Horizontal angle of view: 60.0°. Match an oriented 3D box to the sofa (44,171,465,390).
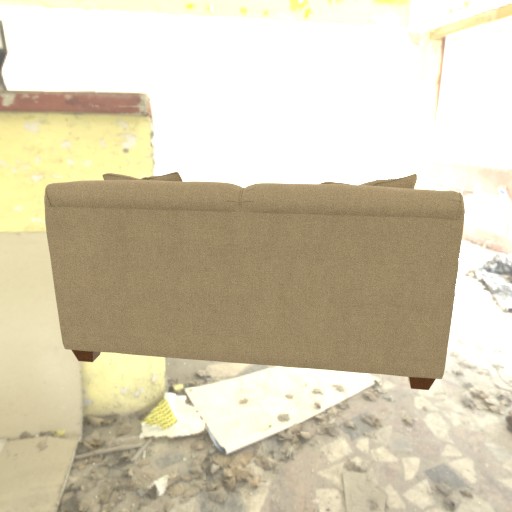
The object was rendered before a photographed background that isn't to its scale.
[{"bbox_3d":[0.000,0.000,2.446,1.846,0.958,0.998,3,17,8],"label":"sofa"}]
